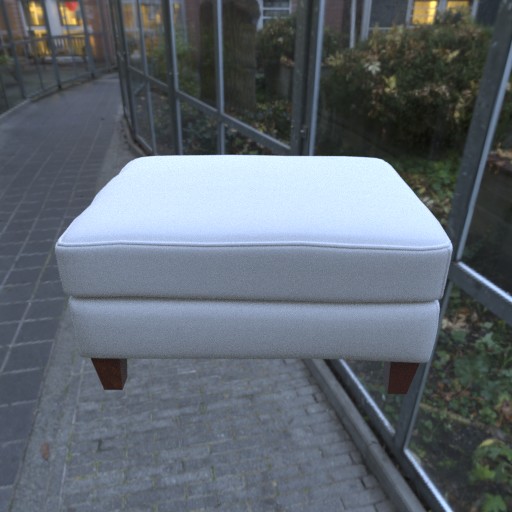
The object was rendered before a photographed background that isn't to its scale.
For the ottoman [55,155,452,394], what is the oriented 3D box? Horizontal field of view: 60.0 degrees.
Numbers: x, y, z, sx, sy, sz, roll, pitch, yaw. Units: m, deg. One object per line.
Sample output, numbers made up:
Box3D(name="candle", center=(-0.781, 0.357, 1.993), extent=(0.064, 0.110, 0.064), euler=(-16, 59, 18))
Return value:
Box3D(name="ottoman", center=(0.000, 0.000, 1.220), extent=(0.818, 0.479, 0.634), euler=(1, 29, 1))
